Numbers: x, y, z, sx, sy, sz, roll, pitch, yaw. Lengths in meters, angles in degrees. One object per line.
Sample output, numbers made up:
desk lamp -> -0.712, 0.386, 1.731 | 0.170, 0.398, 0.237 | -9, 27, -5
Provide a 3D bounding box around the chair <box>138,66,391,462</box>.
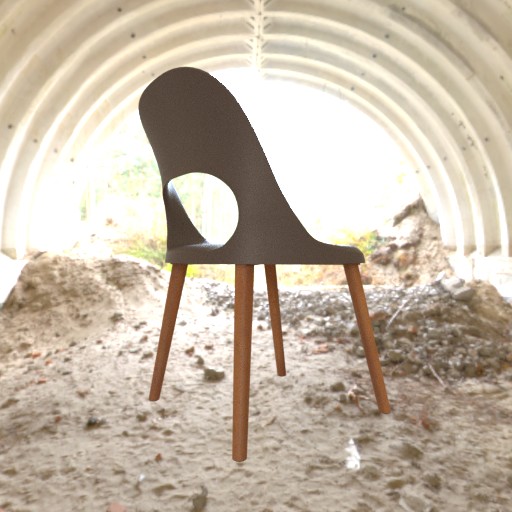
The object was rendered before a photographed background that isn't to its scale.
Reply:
chair -> 0.000, 0.000, 1.150 | 0.556, 0.794, 0.470 | 0, 0, -35
